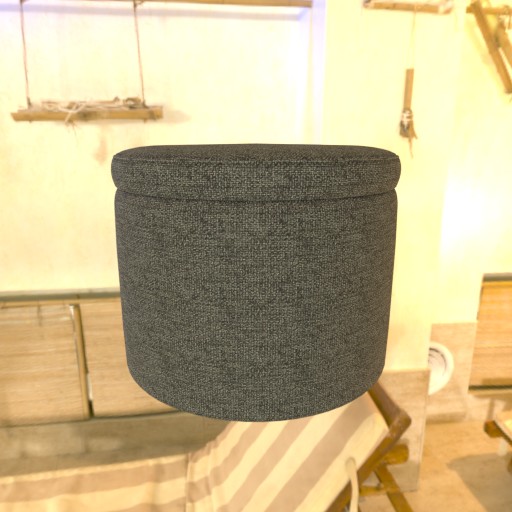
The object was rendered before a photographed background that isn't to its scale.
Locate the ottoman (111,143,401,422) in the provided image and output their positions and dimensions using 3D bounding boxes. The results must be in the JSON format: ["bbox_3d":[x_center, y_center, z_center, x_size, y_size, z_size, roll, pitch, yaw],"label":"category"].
[{"bbox_3d":[0.000,0.000,0.872,0.520,0.430,0.520,0,15,0],"label":"ottoman"}]
